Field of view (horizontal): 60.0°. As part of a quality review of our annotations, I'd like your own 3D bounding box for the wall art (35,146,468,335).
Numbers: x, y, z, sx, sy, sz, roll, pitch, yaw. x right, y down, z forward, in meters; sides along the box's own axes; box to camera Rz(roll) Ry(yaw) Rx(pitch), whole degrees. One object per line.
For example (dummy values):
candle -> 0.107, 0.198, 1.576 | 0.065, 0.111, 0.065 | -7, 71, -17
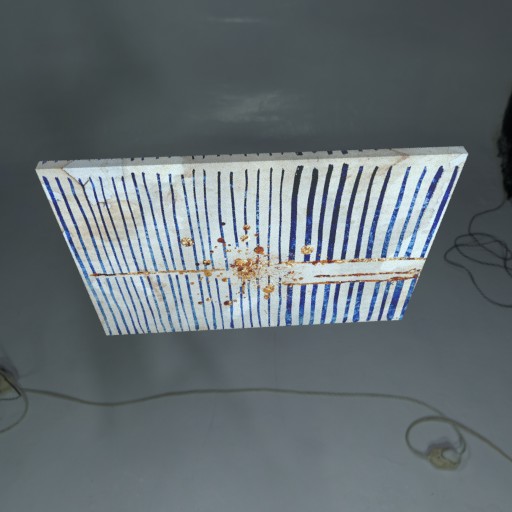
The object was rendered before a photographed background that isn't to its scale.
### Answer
wall art -> 0.000, 0.000, 1.168 | 0.919, 0.609, 0.030 | -3, 46, -3
